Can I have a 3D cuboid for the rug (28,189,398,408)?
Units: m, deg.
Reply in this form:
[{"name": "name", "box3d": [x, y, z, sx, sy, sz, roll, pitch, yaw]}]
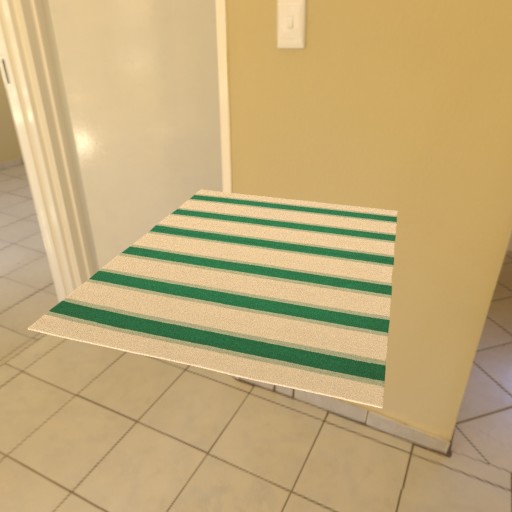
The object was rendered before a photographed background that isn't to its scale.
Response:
[{"name": "rug", "box3d": [0.000, 0.000, 4.075, 2.434, 0.019, 3.041, 8, 29, 15]}]
